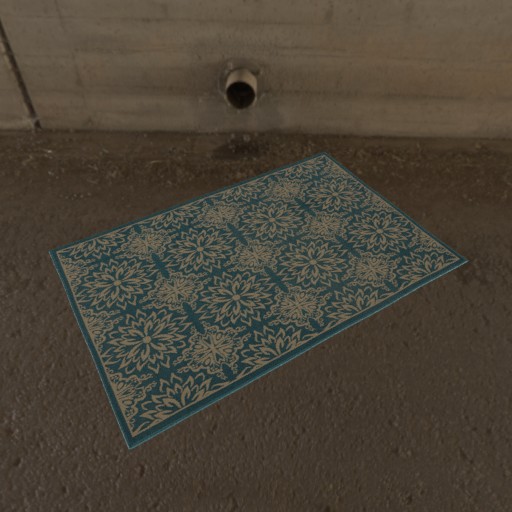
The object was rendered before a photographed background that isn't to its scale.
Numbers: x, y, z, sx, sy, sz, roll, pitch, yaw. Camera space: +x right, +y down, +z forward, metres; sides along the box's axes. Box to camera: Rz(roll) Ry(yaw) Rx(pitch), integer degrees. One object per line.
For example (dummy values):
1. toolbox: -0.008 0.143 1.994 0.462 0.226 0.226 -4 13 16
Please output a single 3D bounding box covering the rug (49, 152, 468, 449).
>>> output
1. rug: 0.000 0.000 2.320 1.833 0.012 1.211 -24 50 -21
